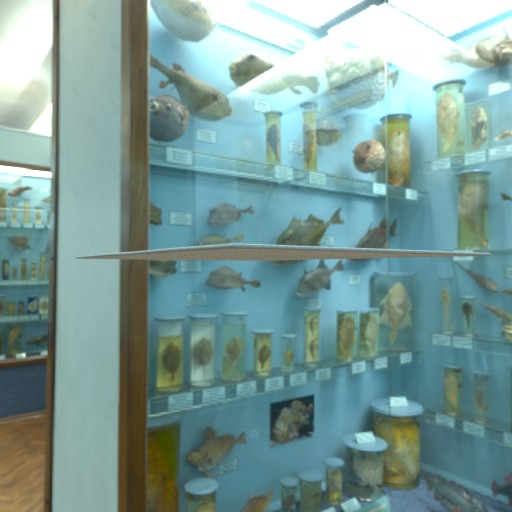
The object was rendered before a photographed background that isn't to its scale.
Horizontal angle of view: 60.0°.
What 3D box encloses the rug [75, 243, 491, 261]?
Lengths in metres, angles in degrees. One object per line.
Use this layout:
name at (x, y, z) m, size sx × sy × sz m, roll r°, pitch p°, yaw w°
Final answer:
rug at (0.000, 0.000, 4.080) m, size 2.462 × 0.030 × 3.066 m, roll 1°, pitch -2°, yaw -35°
